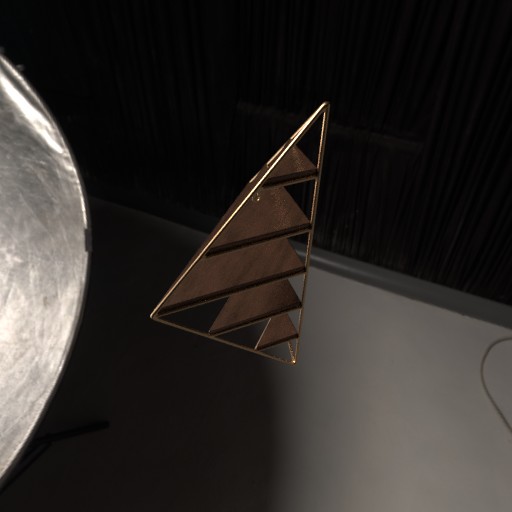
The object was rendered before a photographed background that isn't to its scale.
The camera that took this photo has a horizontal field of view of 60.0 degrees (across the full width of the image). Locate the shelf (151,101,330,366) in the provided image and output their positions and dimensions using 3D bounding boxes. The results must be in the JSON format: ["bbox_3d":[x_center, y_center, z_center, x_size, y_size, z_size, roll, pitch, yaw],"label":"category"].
[{"bbox_3d":[0.000,0.000,1.170,0.294,0.913,0.564,17,48,16],"label":"shelf"}]
